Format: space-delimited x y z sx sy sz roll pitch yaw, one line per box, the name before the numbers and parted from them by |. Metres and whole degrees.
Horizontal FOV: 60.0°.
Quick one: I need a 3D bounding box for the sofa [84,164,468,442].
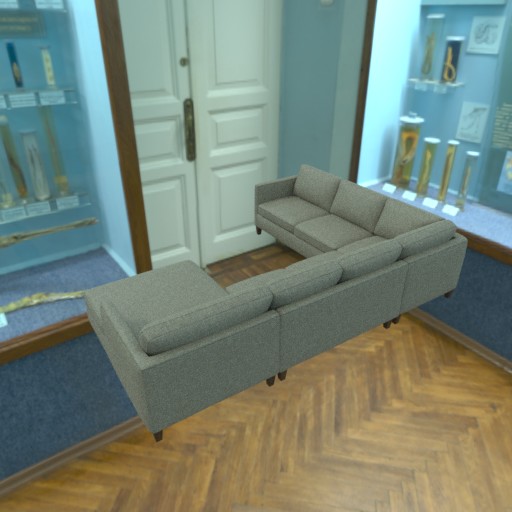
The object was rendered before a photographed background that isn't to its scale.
sofa | 0.000 0.000 4.580 3.403 0.889 2.551 -17 33 -29
